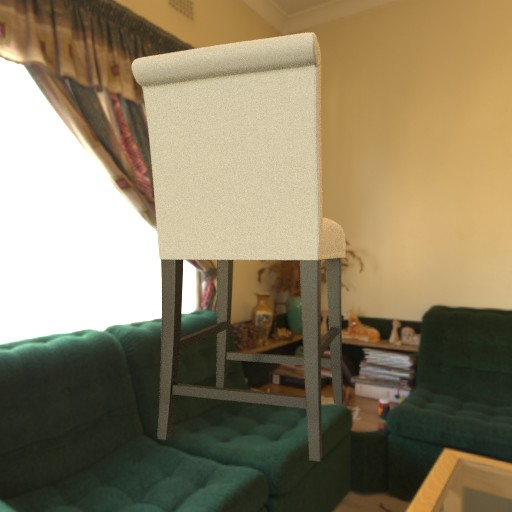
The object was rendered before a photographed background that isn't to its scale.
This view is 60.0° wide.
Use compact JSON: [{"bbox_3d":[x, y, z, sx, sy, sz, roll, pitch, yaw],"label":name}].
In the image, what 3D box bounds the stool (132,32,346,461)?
[{"bbox_3d":[0.000,0.000,1.280,0.452,0.976,0.597,0,0,17],"label":"stool"}]
